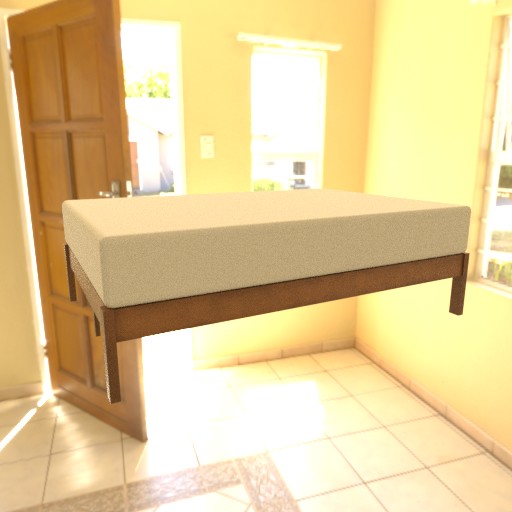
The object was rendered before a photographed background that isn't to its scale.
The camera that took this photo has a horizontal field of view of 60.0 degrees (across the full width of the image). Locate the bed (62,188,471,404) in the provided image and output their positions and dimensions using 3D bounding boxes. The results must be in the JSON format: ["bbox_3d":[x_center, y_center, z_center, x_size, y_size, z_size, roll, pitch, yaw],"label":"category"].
[{"bbox_3d":[0.000,0.000,2.568,1.927,0.616,1.348,-7,15,-27],"label":"bed"}]
